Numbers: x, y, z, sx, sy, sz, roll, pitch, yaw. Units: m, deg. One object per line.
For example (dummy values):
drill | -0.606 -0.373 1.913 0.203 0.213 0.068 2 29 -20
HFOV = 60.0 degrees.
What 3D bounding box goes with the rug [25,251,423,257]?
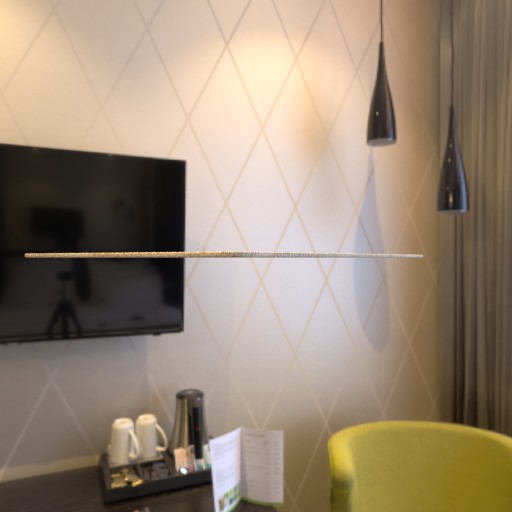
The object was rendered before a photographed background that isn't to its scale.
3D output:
rug | 0.000 0.000 3.447 1.798 0.025 2.698 0 0 36
